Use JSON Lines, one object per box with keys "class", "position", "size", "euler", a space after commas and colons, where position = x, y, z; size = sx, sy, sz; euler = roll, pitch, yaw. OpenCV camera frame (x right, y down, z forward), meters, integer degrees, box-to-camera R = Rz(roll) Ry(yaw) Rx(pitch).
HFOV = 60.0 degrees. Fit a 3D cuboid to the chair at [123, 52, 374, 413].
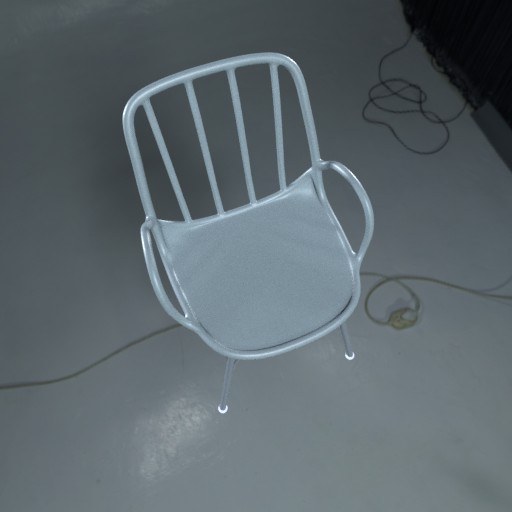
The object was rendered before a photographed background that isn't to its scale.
{"class": "chair", "position": [0.000, 0.000, 1.221], "size": [0.549, 0.816, 0.597], "euler": [-20, 66, -9]}
